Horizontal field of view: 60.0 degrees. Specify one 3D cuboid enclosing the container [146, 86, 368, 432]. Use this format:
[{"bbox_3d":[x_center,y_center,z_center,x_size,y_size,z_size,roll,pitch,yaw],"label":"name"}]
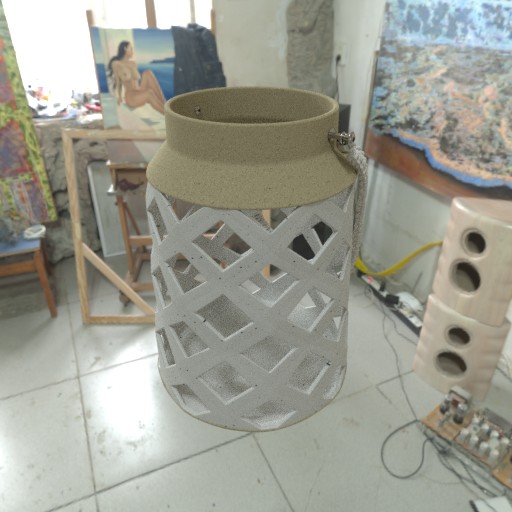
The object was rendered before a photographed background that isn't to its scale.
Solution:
[{"bbox_3d":[0.000,0.000,0.339,0.163,0.229,0.172,21,37,30],"label":"container"}]
